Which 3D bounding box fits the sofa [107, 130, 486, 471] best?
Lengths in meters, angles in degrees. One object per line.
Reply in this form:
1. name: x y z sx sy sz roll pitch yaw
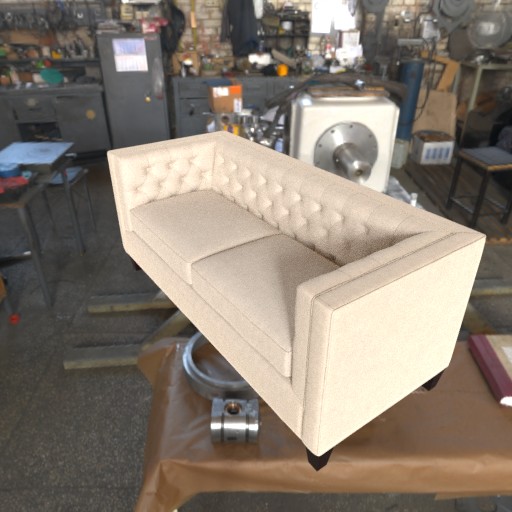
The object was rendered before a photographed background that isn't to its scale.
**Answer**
1. sofa: 0.000 0.000 2.197 0.775 0.762 1.778 -20 36 -30
